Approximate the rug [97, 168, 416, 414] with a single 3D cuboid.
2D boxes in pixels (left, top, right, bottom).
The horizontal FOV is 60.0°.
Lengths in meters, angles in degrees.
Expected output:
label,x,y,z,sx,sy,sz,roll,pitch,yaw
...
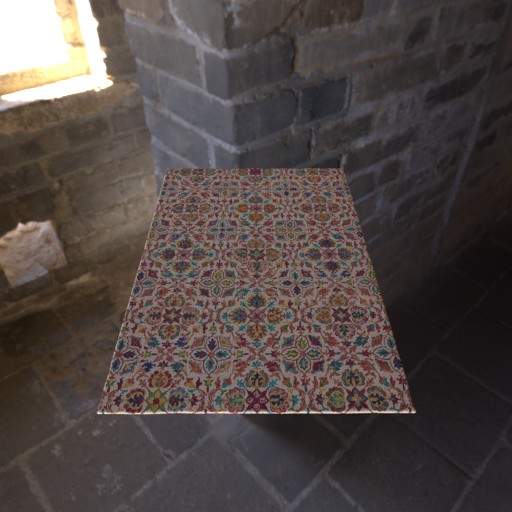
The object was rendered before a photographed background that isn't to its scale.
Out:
label,x,y,z,sx,sy,sz,roll,pitch,yaw
rug,0.000,0.000,2.997,1.541,0.018,2.297,0,41,0
